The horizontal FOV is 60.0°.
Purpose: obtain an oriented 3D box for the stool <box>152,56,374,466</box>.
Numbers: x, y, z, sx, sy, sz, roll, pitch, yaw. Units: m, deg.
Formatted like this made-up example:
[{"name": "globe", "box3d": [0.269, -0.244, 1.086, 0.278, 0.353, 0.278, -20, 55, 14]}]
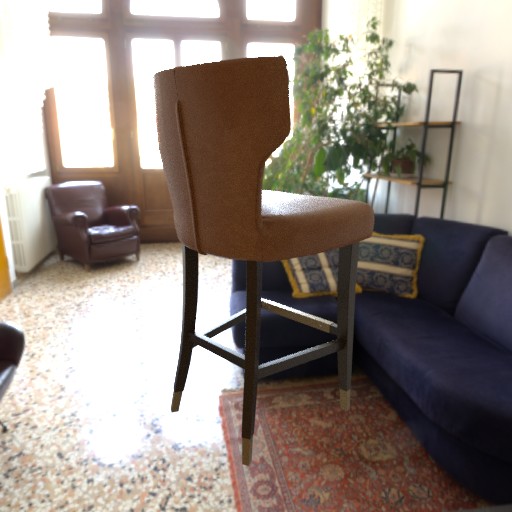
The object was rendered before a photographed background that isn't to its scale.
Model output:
[{"name": "stool", "box3d": [0.000, 0.000, 1.414, 0.526, 1.092, 0.563, 14, 21, 43]}]
